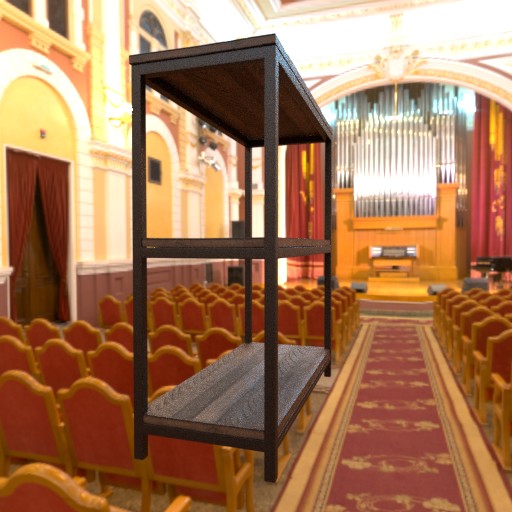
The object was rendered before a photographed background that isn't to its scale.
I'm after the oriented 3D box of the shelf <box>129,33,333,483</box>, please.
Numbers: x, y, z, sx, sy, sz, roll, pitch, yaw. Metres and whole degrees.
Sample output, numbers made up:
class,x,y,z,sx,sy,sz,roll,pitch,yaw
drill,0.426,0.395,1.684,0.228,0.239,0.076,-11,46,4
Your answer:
class,x,y,z,sx,sy,sz,roll,pitch,yaw
shelf,0.000,0.000,1.375,0.352,0.947,0.822,0,2,18
